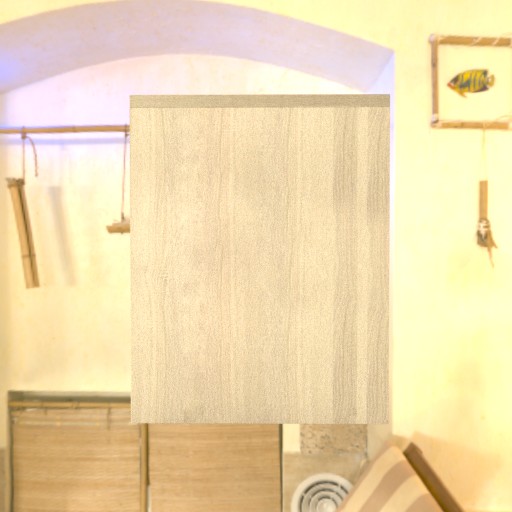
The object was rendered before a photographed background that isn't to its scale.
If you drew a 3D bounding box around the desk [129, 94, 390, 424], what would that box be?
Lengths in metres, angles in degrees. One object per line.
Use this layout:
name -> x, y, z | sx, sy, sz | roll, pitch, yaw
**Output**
desk -> 0.000, 0.000, 1.533 | 0.600, 0.731, 1.100 | 0, 1, 0
